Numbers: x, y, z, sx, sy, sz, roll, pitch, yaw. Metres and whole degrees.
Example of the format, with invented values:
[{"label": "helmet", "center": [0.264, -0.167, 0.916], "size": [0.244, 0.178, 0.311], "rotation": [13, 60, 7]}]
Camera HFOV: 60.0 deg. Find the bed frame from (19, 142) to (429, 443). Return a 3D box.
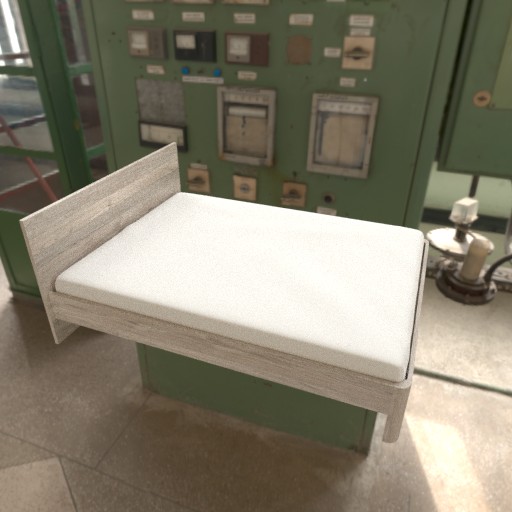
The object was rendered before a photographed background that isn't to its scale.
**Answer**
[{"label": "bed frame", "center": [0.000, 0.000, 2.699], "size": [1.950, 0.800, 1.490], "rotation": [11, 32, 19]}]
